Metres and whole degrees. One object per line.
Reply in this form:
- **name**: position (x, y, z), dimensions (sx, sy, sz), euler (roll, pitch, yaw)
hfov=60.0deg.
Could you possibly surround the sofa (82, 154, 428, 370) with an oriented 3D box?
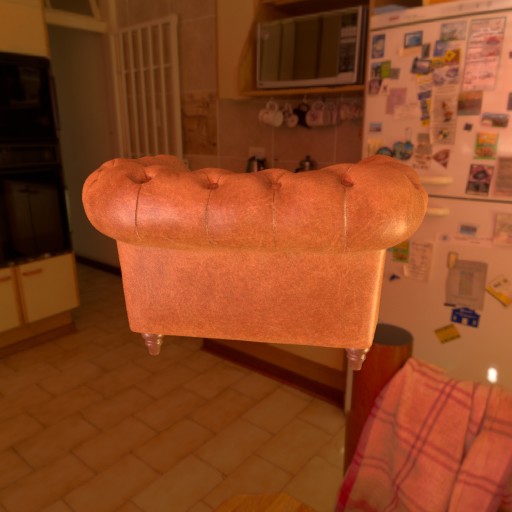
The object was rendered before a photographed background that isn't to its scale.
- **sofa**: position (0.000, 0.000, 2.022), dimensions (1.405, 0.878, 1.033), euler (2, 16, 8)
